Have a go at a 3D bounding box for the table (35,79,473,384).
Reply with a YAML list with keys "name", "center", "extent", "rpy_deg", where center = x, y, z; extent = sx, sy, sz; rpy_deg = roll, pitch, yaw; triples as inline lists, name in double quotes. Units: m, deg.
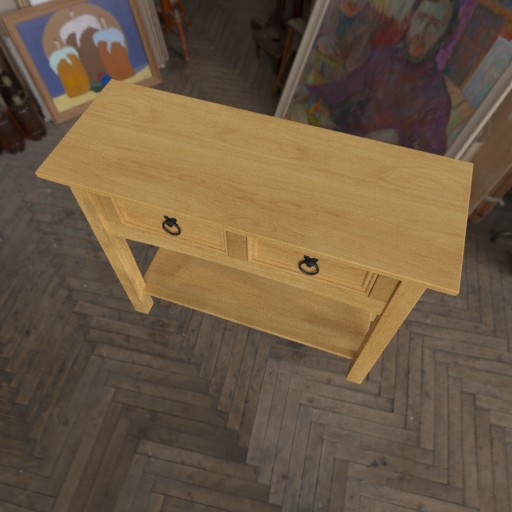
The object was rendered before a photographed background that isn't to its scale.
- name: "table"
  center: [0.000, 0.000, 1.278]
  extent: [0.900, 0.728, 0.340]
  rpy_deg: [16, 59, 10]
